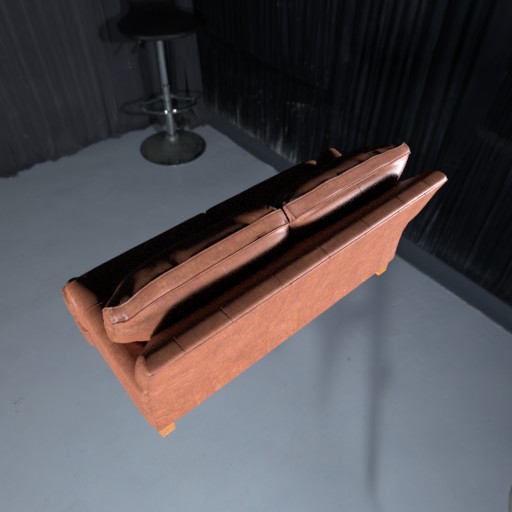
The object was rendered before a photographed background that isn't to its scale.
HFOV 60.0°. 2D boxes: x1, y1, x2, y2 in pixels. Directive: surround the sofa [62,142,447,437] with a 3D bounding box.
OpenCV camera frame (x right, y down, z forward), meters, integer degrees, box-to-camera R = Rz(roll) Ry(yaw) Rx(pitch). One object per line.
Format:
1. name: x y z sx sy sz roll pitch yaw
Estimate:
1. sofa: 0.000 0.000 2.791 2.144 1.071 1.147 -31 54 -26
